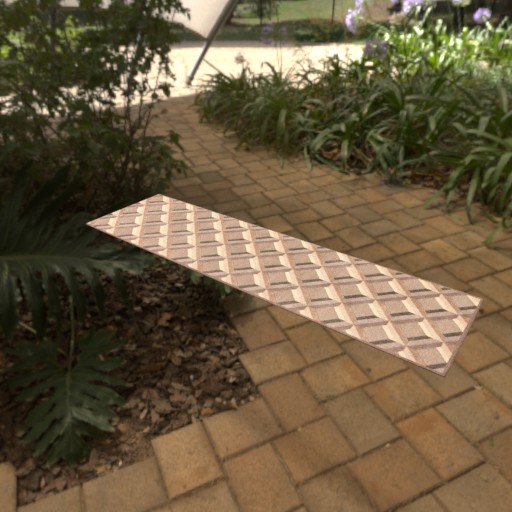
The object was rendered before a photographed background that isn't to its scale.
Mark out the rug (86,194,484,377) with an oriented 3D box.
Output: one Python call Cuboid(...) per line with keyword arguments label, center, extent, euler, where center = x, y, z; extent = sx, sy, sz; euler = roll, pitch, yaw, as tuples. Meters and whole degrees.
Cuboid(label="rug", center=(0.000, 0.000, 2.683), extent=(2.437, 0.013, 0.685), euler=(20, 35, 31))
